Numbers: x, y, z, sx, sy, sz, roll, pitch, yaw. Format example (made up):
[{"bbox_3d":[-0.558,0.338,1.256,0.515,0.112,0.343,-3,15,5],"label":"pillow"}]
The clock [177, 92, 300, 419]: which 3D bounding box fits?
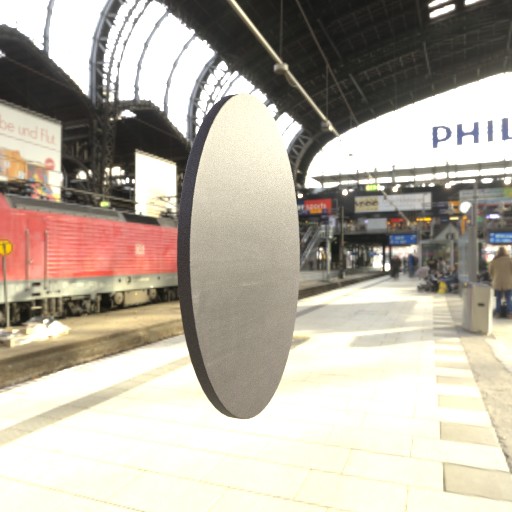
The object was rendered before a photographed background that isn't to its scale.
[{"bbox_3d":[0.000,0.000,0.860,0.029,0.595,0.595,0,0,19],"label":"clock"}]
